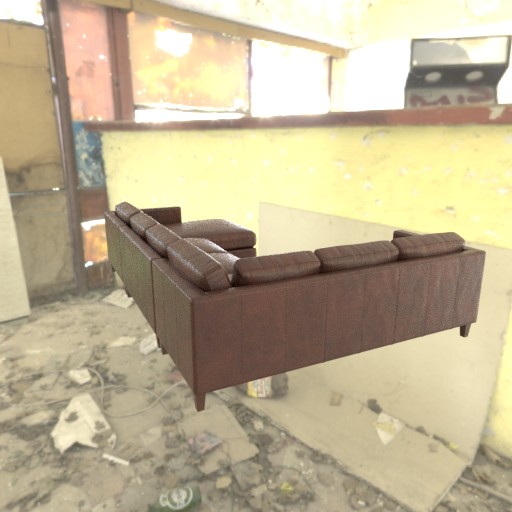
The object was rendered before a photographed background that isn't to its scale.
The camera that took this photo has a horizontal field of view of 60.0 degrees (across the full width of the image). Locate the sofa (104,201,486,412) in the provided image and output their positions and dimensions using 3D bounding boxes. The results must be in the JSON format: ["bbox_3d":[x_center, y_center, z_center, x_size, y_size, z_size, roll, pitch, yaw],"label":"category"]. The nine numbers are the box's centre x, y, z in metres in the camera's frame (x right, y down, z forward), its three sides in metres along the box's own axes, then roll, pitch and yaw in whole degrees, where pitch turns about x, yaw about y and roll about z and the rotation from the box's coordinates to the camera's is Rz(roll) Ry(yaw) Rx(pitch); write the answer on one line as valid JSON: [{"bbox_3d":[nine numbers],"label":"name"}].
[{"bbox_3d":[0.000,0.000,4.497,2.452,0.891,3.324,-7,17,-25],"label":"sofa"}]
